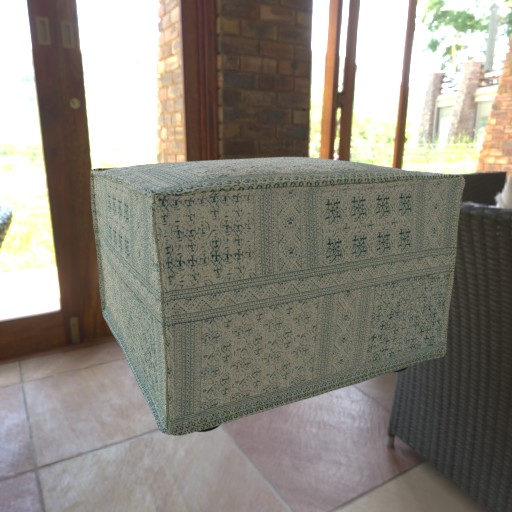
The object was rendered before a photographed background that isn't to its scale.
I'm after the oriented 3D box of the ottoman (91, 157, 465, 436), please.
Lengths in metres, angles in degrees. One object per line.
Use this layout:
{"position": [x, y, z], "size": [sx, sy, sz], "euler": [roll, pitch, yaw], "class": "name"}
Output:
{"position": [0.000, 0.000, 1.021], "size": [0.626, 0.439, 0.617], "euler": [-7, 16, -27], "class": "ottoman"}
